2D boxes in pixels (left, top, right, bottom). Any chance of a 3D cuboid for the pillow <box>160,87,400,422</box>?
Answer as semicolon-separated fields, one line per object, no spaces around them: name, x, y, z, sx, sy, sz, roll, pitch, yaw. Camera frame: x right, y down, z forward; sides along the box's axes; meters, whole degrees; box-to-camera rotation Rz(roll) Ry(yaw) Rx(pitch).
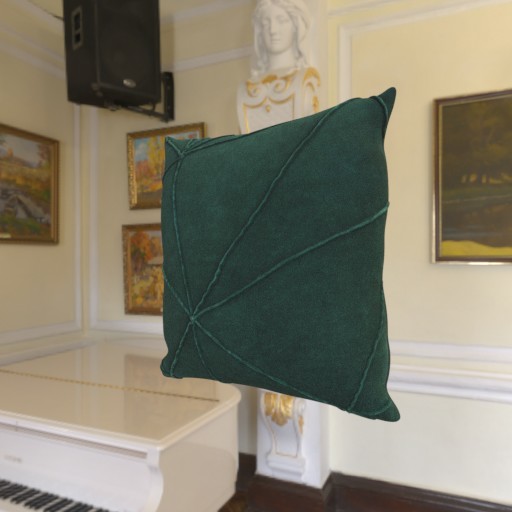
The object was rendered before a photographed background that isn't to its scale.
pillow;0.000;0.000;0.686;0.439;0.440;0.184;-1;-1;36
